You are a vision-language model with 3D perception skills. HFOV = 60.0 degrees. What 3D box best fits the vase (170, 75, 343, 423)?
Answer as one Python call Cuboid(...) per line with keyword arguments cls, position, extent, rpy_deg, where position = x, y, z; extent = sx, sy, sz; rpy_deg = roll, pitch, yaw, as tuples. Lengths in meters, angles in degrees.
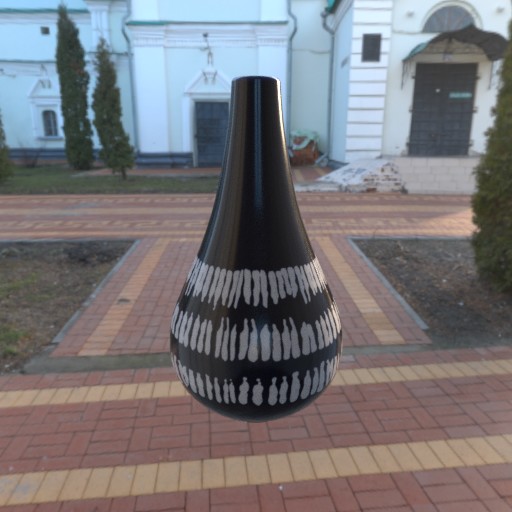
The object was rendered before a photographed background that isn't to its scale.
Cuboid(cls="vase", position=(0.000, 0.000, 0.393), extent=(0.159, 0.295, 0.159), rpy_deg=(0, 15, 0))
